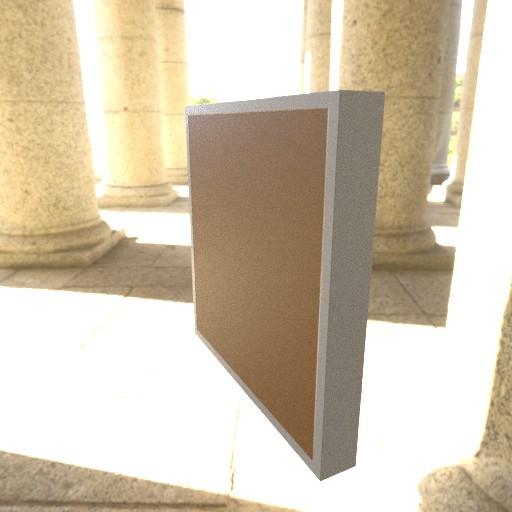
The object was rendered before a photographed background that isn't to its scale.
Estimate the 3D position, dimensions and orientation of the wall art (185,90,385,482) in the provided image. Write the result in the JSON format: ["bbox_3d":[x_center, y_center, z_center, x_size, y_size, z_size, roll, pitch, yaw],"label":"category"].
[{"bbox_3d":[0.000,0.000,0.461,0.038,0.305,0.305,-8,19,-26],"label":"wall art"}]
